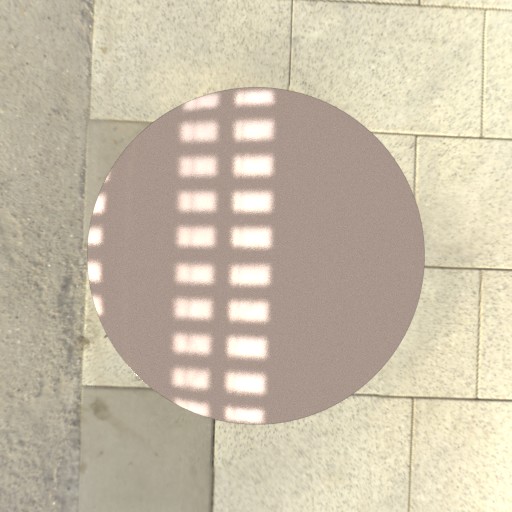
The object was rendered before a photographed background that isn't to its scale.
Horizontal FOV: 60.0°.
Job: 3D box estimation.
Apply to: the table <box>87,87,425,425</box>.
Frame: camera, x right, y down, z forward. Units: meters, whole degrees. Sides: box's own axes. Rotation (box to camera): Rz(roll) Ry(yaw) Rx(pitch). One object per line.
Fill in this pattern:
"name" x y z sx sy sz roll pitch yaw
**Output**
"table" 0.000 0.000 1.245 0.800 0.400 0.800 0 90 -1
